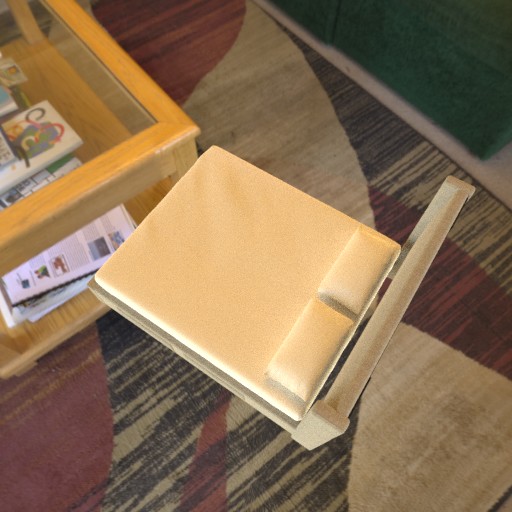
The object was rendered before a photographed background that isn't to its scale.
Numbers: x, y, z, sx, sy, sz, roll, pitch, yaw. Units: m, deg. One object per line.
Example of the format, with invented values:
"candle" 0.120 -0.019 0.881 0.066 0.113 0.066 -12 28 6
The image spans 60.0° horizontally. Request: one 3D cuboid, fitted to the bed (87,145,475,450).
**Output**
"bed" 0.000 0.000 3.443 2.222 1.491 1.774 31 67 14
